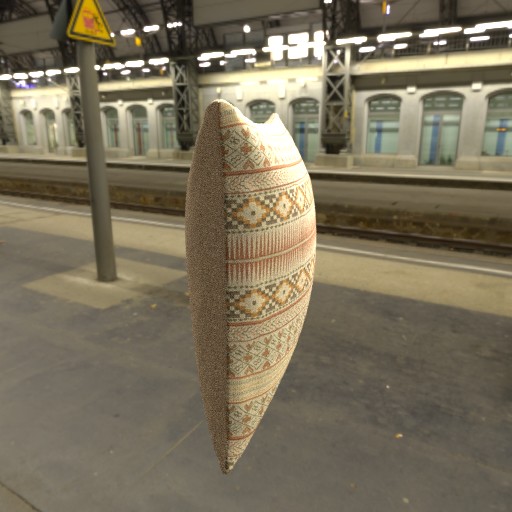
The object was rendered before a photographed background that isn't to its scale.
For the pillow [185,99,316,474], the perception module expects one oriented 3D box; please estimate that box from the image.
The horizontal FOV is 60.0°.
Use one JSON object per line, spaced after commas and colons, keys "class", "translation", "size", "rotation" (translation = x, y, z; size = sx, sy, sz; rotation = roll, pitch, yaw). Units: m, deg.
{"class": "pillow", "translation": [0.000, 0.000, 0.812], "size": [0.215, 0.519, 0.521], "rotation": [3, 16, 9]}
